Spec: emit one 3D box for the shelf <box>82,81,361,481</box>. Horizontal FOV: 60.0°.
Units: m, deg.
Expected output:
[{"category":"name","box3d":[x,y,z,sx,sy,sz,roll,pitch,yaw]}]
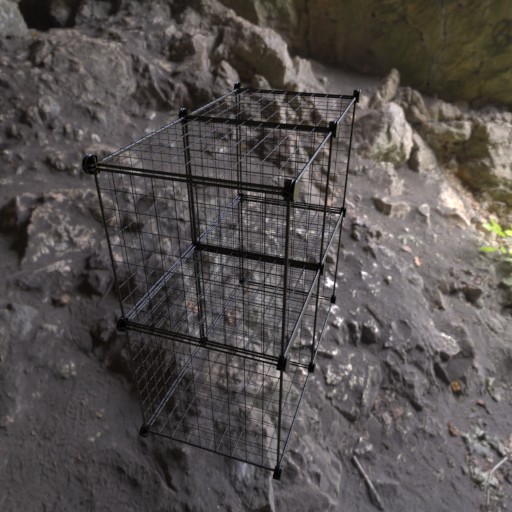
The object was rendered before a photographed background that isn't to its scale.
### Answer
[{"category":"shelf","box3d":[0.000,0.000,1.136,0.356,0.711,0.711,10,33,16]}]
